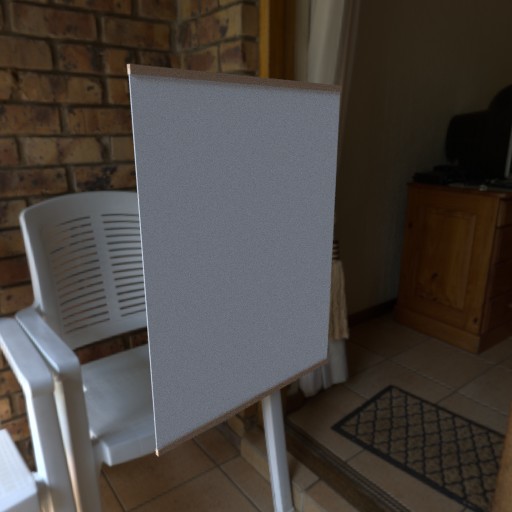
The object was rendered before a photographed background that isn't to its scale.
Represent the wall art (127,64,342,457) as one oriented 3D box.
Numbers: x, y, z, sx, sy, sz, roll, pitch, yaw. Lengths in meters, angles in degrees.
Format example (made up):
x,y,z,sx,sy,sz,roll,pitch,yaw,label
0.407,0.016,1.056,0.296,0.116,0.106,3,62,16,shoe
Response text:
x,y,z,sx,sy,sz,roll,pitch,yaw,label
0.000,0.000,1.352,0.758,1.016,0.013,-15,22,-41,wall art
